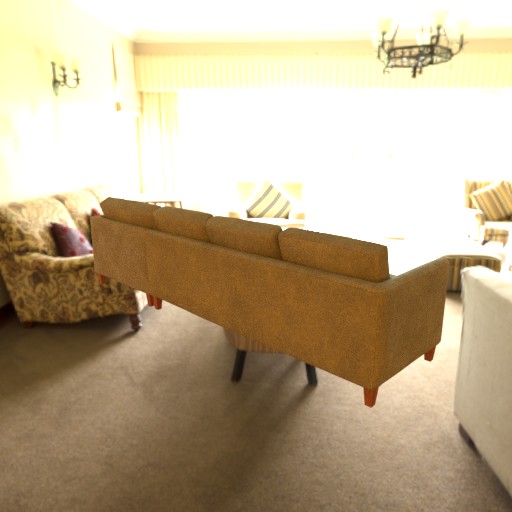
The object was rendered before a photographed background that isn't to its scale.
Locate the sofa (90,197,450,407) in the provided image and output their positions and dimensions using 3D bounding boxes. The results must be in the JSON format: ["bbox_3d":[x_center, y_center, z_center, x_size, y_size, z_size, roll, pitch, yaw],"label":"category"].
[{"bbox_3d":[0.000,0.000,4.128,3.471,0.950,1.604,14,20,43],"label":"sofa"}]
